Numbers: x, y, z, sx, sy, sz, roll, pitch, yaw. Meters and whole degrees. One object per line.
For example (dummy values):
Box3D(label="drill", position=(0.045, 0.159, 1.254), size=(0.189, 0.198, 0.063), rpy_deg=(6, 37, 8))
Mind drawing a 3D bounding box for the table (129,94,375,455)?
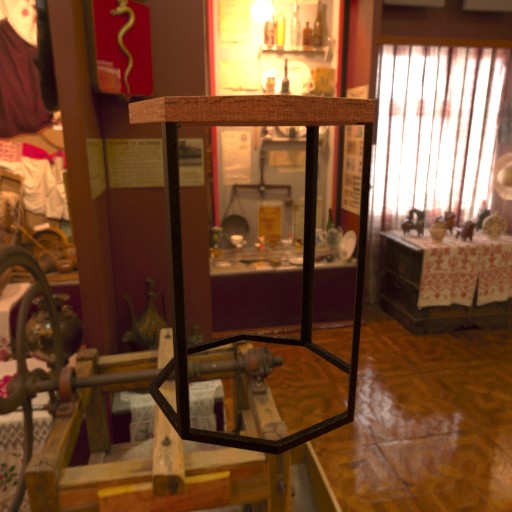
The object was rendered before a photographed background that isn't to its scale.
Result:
Box3D(label="table", position=(0.000, 0.000, 0.856), size=(0.437, 0.553, 0.437), rpy_deg=(-3, 16, -9))
